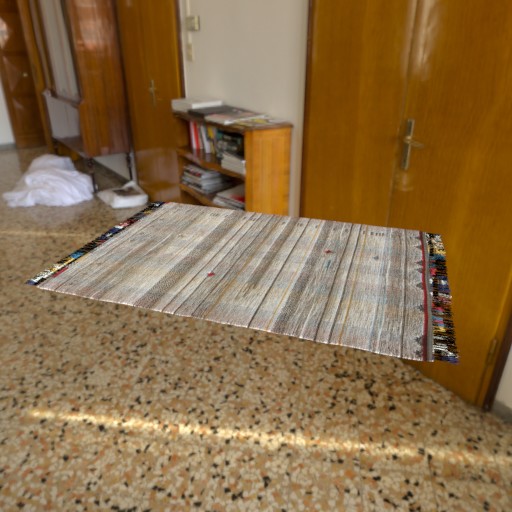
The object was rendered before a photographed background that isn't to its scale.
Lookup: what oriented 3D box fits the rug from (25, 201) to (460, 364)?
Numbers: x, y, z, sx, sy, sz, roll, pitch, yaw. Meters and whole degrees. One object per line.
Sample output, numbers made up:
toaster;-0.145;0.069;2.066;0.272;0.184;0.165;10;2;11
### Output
rug;0.000;0.000;2.254;1.848;0.012;1.217;8;27;16
